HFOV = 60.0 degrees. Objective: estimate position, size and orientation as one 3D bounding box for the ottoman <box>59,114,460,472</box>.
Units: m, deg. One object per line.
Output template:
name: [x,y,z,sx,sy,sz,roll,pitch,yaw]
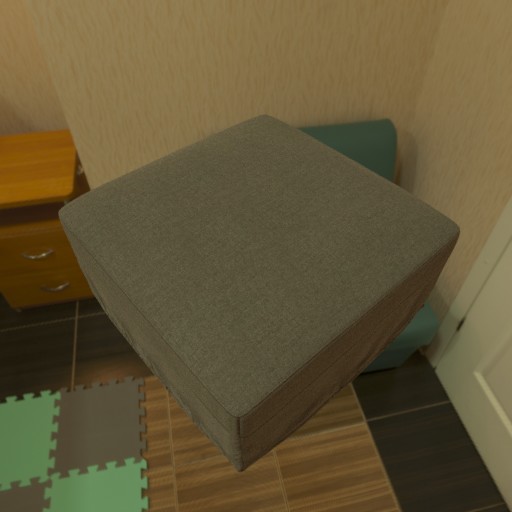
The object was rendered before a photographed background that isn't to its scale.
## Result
ottoman: [0.000,0.000,1.363,0.840,0.436,0.843,-33,55,-27]
